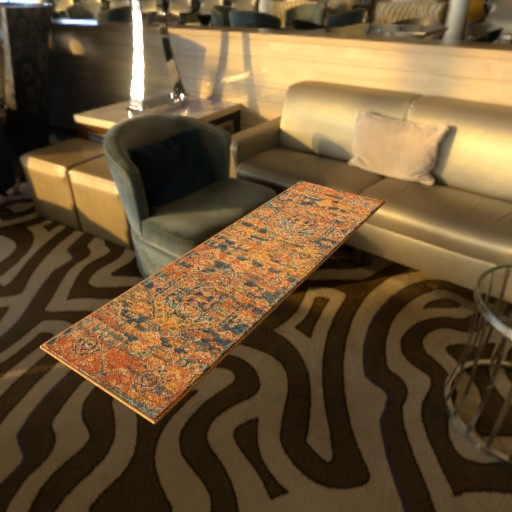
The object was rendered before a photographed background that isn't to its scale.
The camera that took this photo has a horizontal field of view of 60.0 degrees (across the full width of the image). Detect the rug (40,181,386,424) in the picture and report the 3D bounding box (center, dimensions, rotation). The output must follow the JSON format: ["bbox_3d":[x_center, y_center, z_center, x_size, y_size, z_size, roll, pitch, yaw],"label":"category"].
[{"bbox_3d":[0.000,0.000,2.025,0.556,0.013,1.820,20,37,29],"label":"rug"}]
